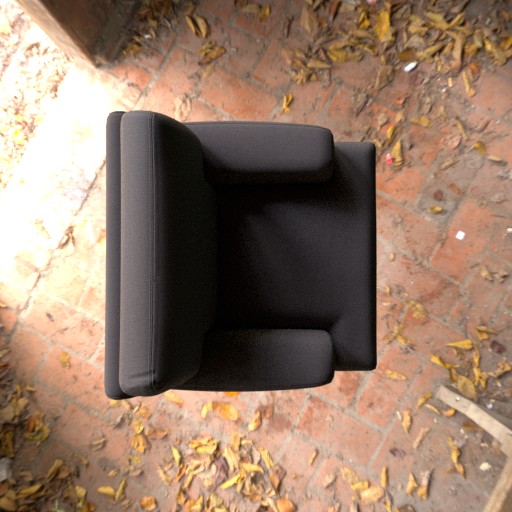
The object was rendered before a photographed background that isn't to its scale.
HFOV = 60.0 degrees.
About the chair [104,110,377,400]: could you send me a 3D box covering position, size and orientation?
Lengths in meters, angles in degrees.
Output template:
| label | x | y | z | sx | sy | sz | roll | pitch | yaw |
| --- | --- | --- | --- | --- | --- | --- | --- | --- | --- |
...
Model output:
| label | x | y | z | sx | sy | sz | roll | pitch | yaw |
| --- | --- | --- | --- | --- | --- | --- | --- | --- | --- |
| chair | 0.000 | 0.000 | 1.980 | 1.143 | 0.940 | 1.168 | 0 | 89 | 1 |
